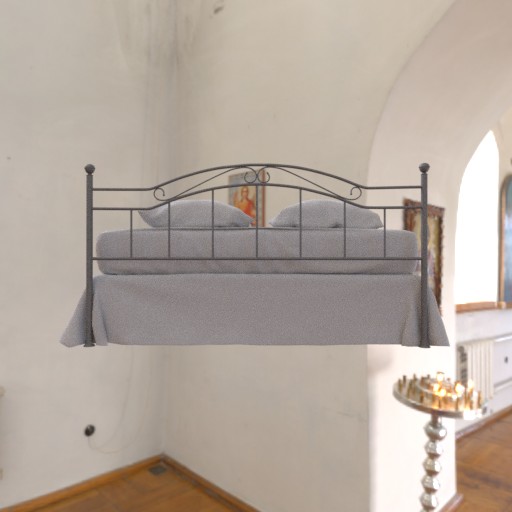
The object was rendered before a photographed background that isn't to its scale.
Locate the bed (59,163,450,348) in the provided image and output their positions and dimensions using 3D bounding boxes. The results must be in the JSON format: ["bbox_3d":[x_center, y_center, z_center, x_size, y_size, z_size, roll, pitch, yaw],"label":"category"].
[{"bbox_3d":[0.000,0.000,3.667,2.309,1.080,2.220,0,0,1],"label":"bed"}]
